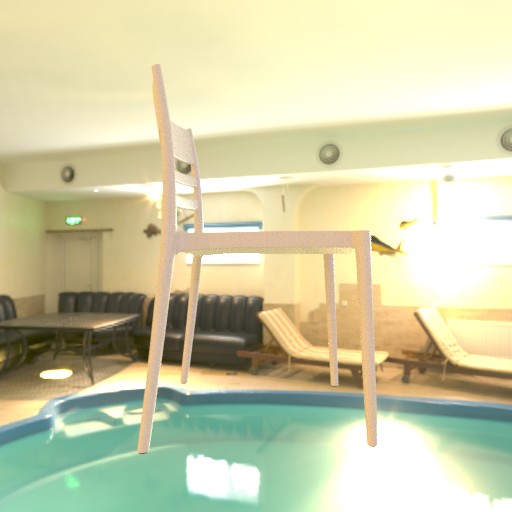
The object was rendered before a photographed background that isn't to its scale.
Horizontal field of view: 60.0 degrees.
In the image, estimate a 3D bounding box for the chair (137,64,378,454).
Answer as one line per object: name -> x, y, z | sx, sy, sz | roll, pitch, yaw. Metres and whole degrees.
chair -> 0.000, 0.000, 1.156 | 0.511, 0.800, 0.531 | 0, -1, 0
